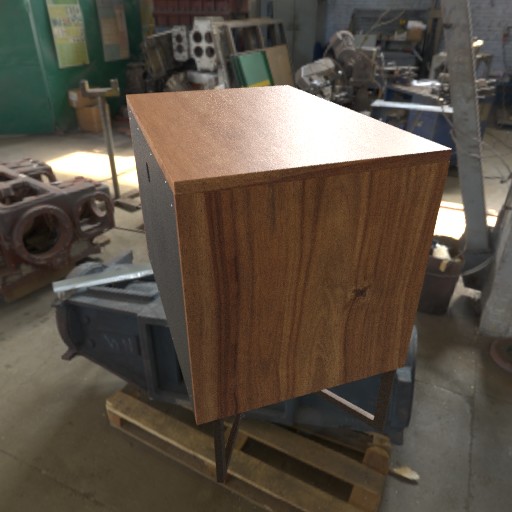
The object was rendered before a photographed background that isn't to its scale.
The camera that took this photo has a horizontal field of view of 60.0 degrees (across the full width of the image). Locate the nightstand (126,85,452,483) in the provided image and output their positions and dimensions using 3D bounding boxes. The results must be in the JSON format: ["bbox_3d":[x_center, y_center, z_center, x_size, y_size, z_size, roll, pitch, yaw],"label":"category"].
[{"bbox_3d":[0.000,0.000,0.995,0.427,0.615,0.613,-10,31,-17],"label":"nightstand"}]
